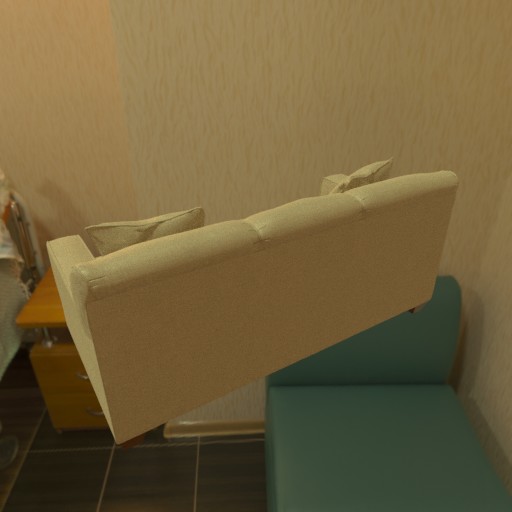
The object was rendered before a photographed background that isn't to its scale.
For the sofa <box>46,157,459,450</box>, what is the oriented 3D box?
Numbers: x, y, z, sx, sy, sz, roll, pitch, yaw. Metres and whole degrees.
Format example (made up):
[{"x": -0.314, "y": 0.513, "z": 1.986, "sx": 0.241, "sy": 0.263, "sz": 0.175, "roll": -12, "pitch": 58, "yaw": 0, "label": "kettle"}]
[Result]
[{"x": 0.000, "y": 0.000, "z": 2.486, "sx": 2.024, "sy": 0.958, "sz": 0.997, "roll": -17, "pitch": 34, "yaw": -28, "label": "sofa"}]
